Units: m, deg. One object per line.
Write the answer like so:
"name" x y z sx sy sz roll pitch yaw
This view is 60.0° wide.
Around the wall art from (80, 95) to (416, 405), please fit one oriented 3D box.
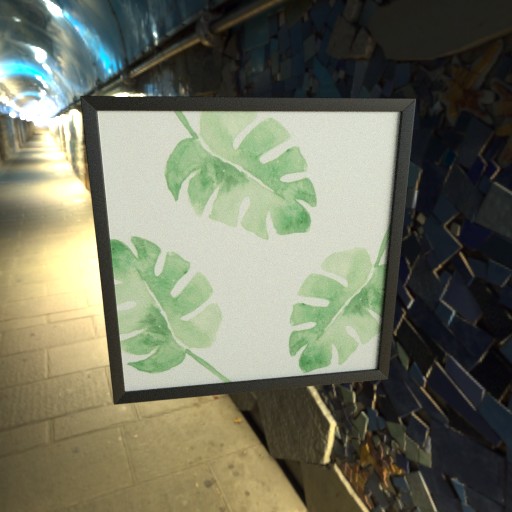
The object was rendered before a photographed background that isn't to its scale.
"wall art" 0.000 0.000 0.754 0.508 0.508 0.036 -3 17 -9
